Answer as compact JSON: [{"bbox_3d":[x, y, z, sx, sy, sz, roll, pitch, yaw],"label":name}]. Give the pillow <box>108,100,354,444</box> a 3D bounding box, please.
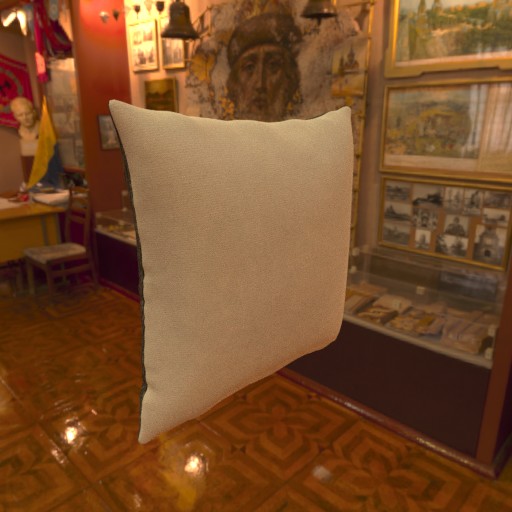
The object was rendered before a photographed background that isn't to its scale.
[{"bbox_3d":[0.000,0.000,0.666,0.433,0.434,0.196,-16,23,-41],"label":"pillow"}]
